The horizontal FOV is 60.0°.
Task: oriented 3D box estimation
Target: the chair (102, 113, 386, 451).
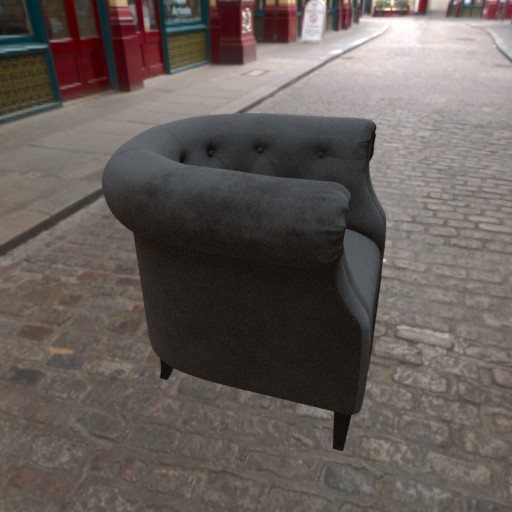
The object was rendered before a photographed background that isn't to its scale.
[{"bbox_3d":[0.000,0.000,1.528,0.851,0.826,0.904,9,30,15],"label":"chair"}]
